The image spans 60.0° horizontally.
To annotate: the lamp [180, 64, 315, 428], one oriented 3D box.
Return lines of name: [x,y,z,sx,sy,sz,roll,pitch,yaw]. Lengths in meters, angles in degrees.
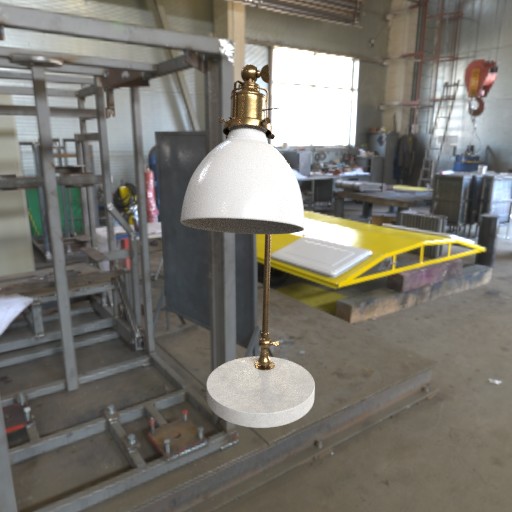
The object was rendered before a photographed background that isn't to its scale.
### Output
lamp: [0.000,0.000,0.660,0.186,0.522,0.317,2,15,9]
